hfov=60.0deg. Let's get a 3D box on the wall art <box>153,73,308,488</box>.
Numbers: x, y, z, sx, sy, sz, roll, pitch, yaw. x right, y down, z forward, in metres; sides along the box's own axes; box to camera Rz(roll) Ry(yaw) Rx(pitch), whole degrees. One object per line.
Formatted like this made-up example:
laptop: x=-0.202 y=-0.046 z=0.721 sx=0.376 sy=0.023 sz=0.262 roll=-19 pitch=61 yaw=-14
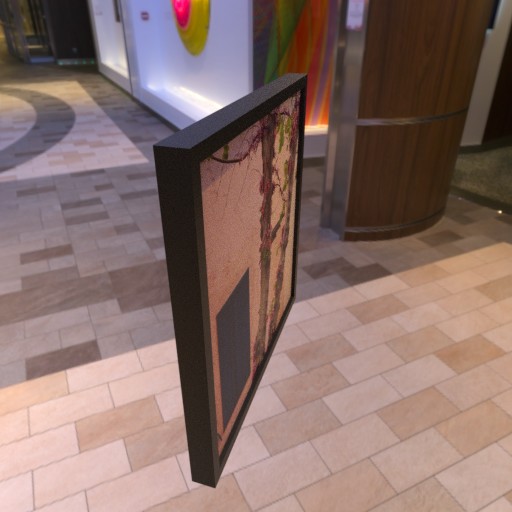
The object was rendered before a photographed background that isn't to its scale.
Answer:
wall art: x=0.000 y=0.000 z=0.743 sx=0.038 sy=0.508 sz=0.508 roll=9 pitch=31 yaw=15
